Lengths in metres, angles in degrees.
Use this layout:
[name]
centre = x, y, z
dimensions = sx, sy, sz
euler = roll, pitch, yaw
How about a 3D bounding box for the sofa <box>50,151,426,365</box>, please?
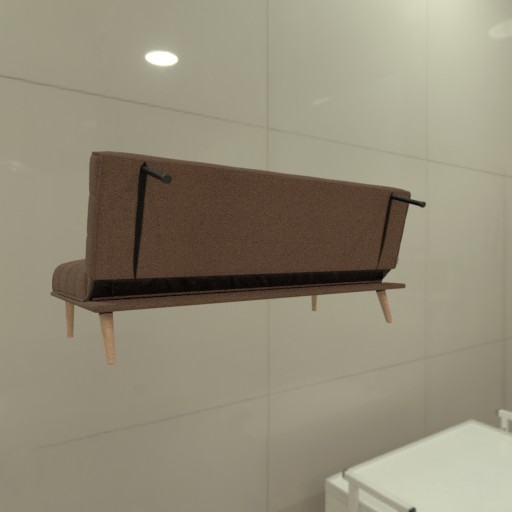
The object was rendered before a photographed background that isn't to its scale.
[sofa]
centre = 0.000, 0.000, 2.337
dimensions = 1.820, 0.810, 1.038
euler = -1, 1, -36
